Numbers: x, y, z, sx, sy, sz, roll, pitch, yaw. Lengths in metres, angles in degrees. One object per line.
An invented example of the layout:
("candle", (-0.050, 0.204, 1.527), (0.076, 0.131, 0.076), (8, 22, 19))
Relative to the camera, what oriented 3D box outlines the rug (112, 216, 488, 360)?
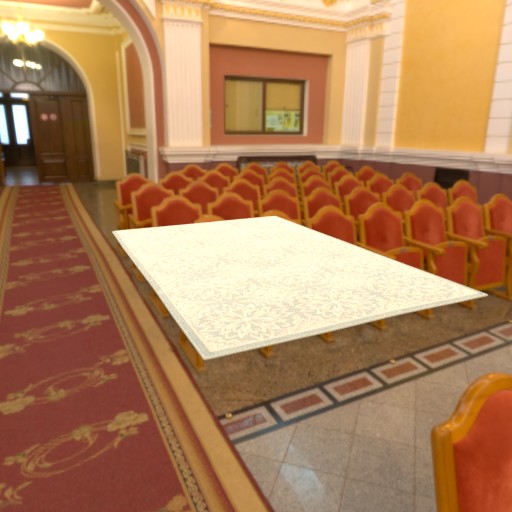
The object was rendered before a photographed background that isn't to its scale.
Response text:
("rug", (0.000, 0.000, 2.351), (1.219, 0.012, 1.840), (-8, 18, -24))
